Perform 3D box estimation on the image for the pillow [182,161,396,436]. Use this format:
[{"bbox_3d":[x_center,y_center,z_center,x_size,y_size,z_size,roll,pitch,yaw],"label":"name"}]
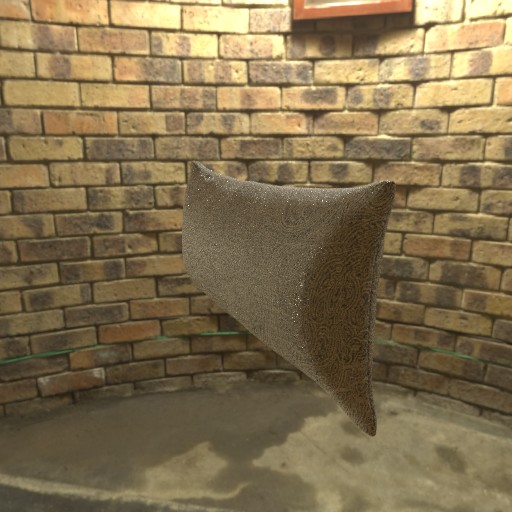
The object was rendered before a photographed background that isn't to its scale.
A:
[{"bbox_3d":[0.000,0.000,0.743,0.151,0.295,0.615,-7,16,-26],"label":"pillow"}]
